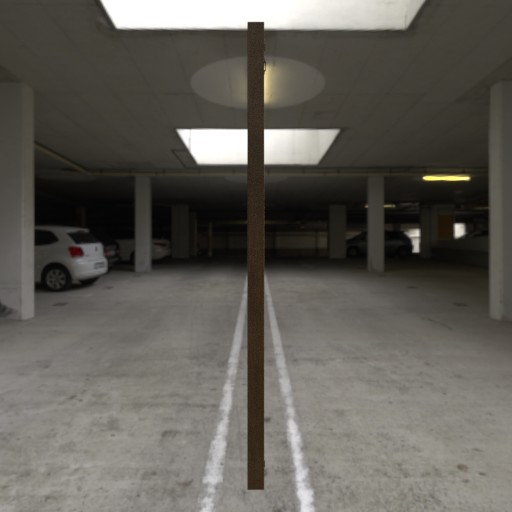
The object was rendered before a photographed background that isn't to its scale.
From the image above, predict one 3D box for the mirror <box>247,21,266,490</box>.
[{"bbox_3d":[0.000,0.000,1.342,0.041,1.016,0.762,0,0,0],"label":"mirror"}]
